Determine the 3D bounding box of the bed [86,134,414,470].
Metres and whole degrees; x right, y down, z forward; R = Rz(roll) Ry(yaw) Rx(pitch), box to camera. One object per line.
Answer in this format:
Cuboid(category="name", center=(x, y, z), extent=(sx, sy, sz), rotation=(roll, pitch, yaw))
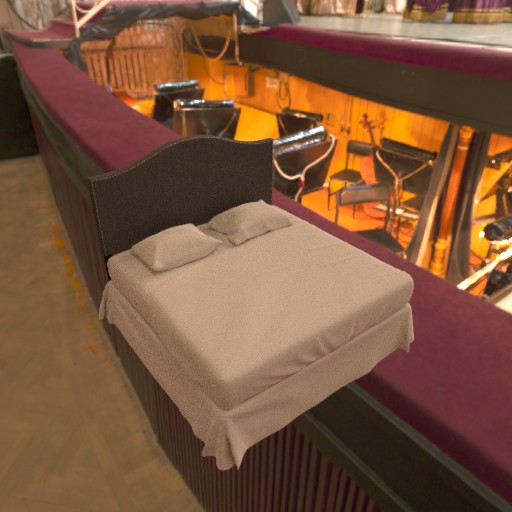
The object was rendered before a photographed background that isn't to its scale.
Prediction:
Cuboid(category="bed", center=(0.000, 0.000, 3.860), extent=(2.314, 1.651, 2.219), rotation=(-21, 37, -31))
